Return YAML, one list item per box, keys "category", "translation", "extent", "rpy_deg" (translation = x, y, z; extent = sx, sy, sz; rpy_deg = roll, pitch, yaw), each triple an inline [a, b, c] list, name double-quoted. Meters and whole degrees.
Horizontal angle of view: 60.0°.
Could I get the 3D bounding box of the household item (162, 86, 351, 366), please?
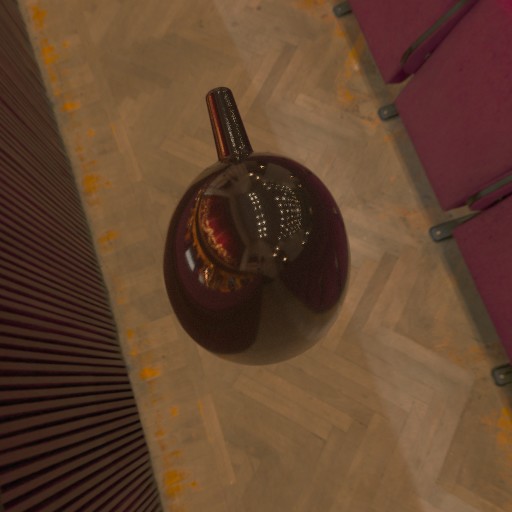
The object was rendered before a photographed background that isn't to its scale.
- category: "household item"
  translation: [0.000, 0.000, 0.219]
  extent: [0.102, 0.152, 0.104]
  rpy_deg: [-16, 75, -4]
